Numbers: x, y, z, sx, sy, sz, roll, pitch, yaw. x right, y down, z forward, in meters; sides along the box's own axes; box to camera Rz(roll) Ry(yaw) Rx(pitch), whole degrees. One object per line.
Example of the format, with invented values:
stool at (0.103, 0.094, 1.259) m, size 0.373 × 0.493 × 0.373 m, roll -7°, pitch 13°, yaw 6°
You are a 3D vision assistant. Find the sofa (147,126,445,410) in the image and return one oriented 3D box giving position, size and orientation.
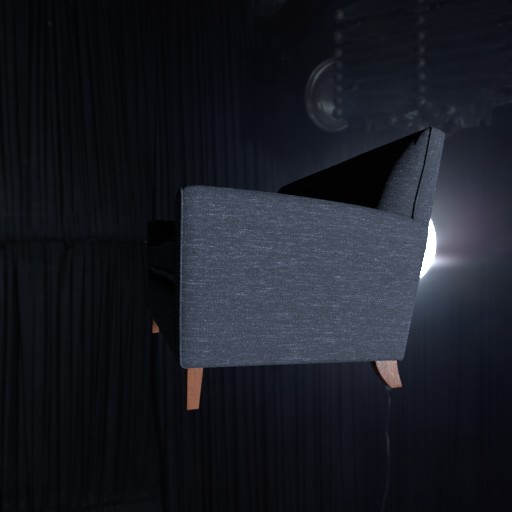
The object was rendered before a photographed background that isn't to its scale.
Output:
sofa at (0.000, 0.000, 1.957) m, size 0.875 × 0.846 × 1.420 m, roll 0°, pitch 0°, yaw -17°
